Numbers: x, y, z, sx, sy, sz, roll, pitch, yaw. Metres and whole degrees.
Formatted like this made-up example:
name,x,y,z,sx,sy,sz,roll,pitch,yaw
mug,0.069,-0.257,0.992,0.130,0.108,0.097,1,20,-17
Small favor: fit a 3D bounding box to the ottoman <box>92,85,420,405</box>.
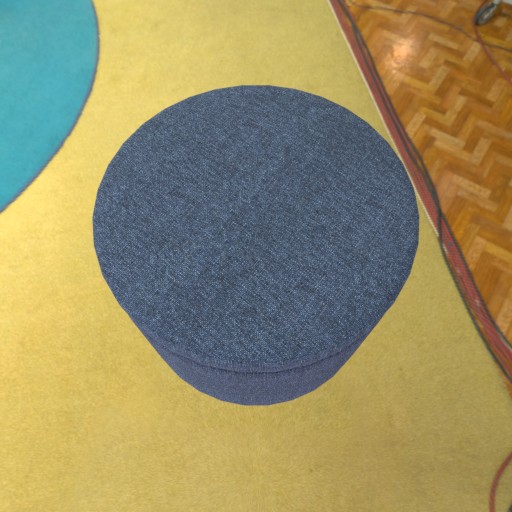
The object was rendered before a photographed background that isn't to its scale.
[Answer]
name,x,y,z,sx,sy,sz,roll,pitch,yaw
ottoman,0.000,0.000,0.845,0.500,0.419,0.500,0,64,0
